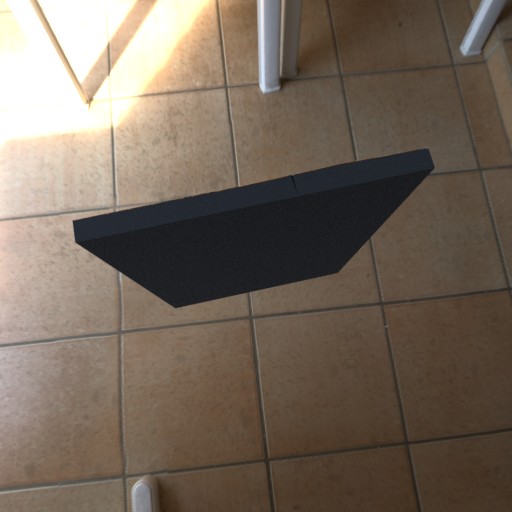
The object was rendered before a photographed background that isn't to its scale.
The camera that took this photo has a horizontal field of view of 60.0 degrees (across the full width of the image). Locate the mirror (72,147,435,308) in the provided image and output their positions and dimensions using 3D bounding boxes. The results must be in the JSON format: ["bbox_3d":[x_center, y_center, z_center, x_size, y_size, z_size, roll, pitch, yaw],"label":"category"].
[{"bbox_3d":[0.000,0.000,1.178,0.606,0.912,0.044,-12,77,-3],"label":"mirror"}]
